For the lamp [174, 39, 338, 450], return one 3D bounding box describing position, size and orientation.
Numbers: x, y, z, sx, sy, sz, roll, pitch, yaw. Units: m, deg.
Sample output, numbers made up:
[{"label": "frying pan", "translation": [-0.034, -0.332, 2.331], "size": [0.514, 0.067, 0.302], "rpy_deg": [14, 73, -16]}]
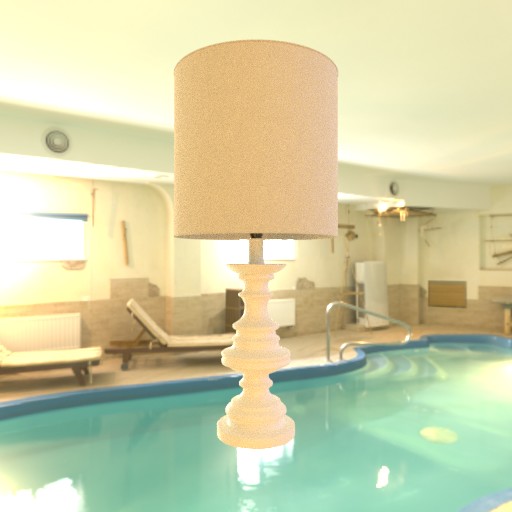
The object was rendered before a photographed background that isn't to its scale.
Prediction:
[{"label": "lamp", "translation": [0.000, 0.000, 0.570], "size": [0.208, 0.455, 0.208], "rpy_deg": [0, 0, 36]}]
